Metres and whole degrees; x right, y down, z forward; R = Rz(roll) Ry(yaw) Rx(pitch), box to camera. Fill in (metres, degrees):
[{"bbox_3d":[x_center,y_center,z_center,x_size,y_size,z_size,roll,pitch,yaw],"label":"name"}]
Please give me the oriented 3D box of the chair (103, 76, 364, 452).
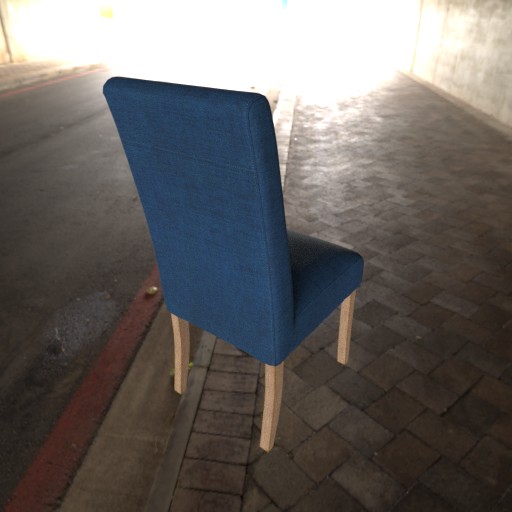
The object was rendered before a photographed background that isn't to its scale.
[{"bbox_3d":[0.000,0.000,1.335,0.450,1.029,0.610,20,35,33],"label":"chair"}]
